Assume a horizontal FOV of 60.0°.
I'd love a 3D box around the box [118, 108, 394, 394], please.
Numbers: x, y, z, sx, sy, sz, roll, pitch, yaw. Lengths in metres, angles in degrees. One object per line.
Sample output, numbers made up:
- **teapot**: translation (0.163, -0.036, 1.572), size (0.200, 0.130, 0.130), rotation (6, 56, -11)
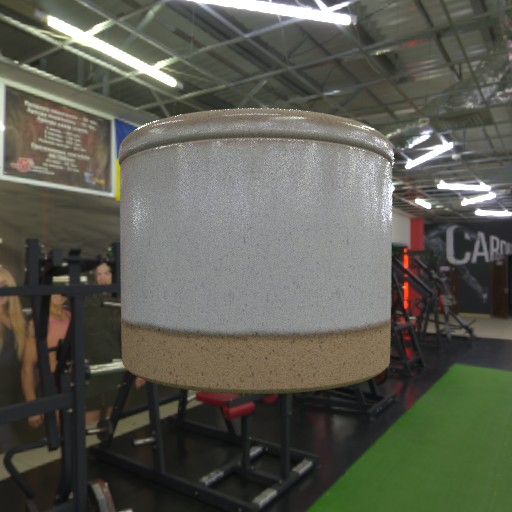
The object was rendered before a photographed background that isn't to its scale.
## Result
- **box**: translation (0.000, 0.000, 0.259), size (0.154, 0.123, 0.154), rotation (0, -1, 0)
